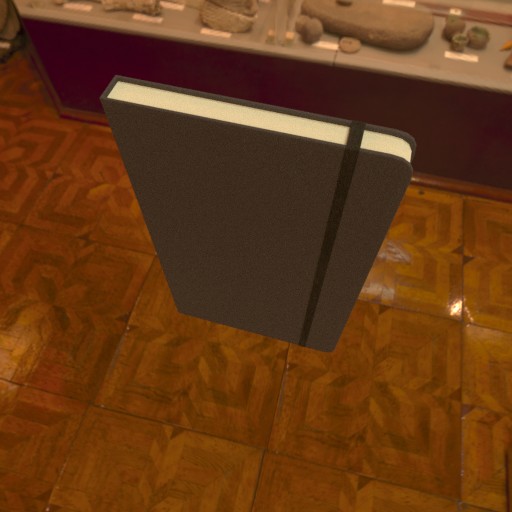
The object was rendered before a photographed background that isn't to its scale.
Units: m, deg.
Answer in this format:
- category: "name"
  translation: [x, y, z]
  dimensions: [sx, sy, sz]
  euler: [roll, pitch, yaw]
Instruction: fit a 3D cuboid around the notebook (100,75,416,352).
- category: "notebook"
  translation: [0.000, 0.000, 0.264]
  dimensions: [0.127, 0.213, 0.016]
  euler: [14, 60, 8]
